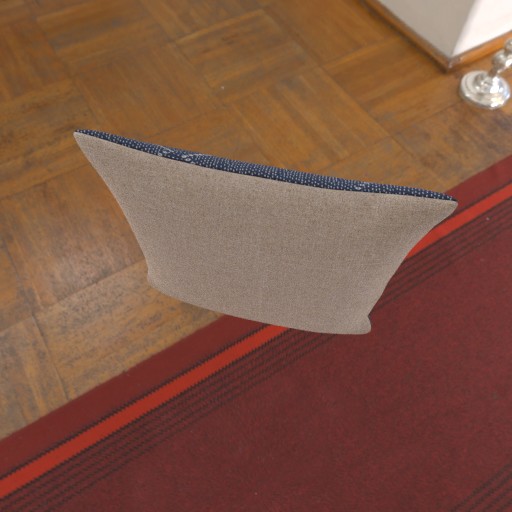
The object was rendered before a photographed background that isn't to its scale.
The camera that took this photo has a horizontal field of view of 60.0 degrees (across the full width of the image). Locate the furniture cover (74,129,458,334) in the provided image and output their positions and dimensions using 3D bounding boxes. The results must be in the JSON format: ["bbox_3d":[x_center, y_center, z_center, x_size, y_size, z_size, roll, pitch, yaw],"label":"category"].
[{"bbox_3d":[0.000,0.000,0.783,0.511,0.503,0.162,12,62,6],"label":"furniture cover"}]
